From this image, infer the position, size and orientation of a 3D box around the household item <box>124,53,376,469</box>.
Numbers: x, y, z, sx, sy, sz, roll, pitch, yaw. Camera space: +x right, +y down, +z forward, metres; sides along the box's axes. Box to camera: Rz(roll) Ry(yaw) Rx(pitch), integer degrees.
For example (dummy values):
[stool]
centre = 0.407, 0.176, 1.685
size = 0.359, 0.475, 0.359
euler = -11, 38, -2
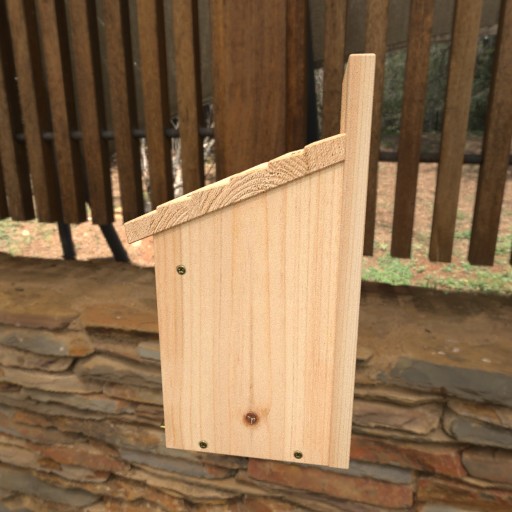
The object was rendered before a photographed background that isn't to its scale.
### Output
[household item]
centre = 0.000, 0.000, 0.389
size = 0.171, 0.300, 0.149
euler = 2, 15, 9
